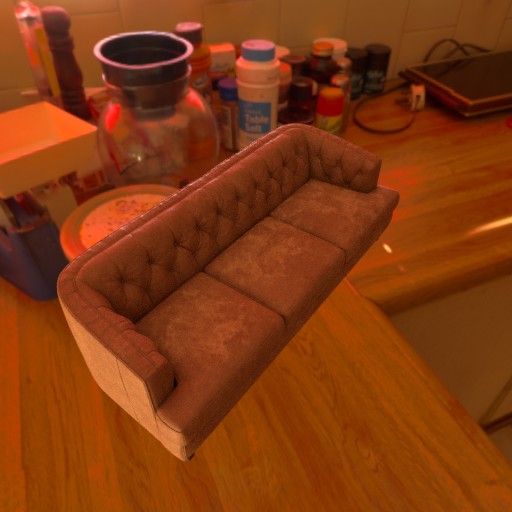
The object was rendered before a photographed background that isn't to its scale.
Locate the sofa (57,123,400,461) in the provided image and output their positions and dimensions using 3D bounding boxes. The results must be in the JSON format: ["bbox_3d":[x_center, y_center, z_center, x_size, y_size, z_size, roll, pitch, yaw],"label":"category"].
[{"bbox_3d":[0.000,0.000,2.727,0.922,0.791,2.257,27,49,26],"label":"sofa"}]
